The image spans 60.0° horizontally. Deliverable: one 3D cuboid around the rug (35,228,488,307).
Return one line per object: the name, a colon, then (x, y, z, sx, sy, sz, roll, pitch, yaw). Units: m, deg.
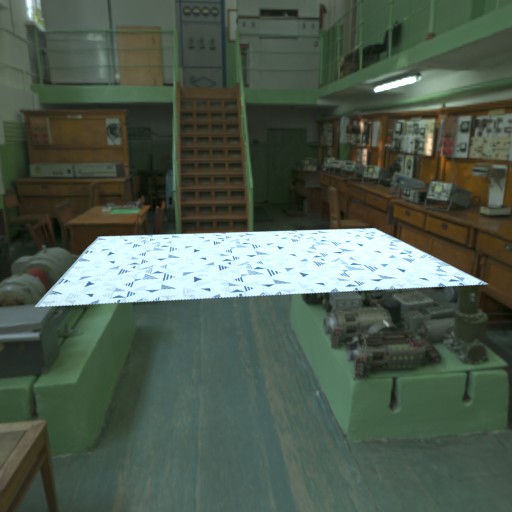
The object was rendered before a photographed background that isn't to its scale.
rug: (0.000, 0.000, 2.335, 1.835, 0.003, 1.206, -2, 15, -8)
